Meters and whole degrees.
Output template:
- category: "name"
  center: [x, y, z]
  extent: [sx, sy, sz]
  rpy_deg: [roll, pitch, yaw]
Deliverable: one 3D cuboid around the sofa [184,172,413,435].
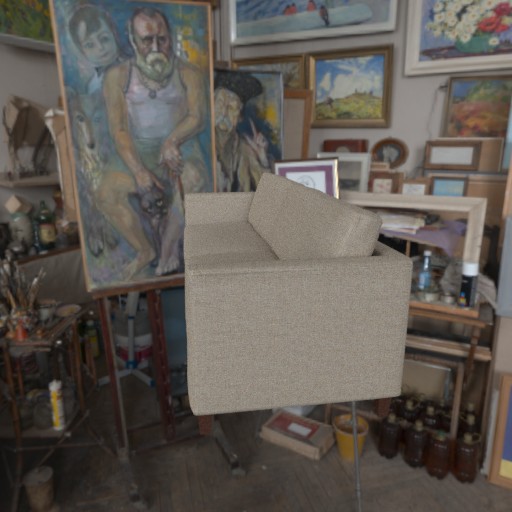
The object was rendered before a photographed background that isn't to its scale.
- category: "sofa"
  center: [0.000, 0.000, 2.944]
  extent: [0.951, 0.965, 2.434]
  rpy_deg: [-2, 15, -9]
